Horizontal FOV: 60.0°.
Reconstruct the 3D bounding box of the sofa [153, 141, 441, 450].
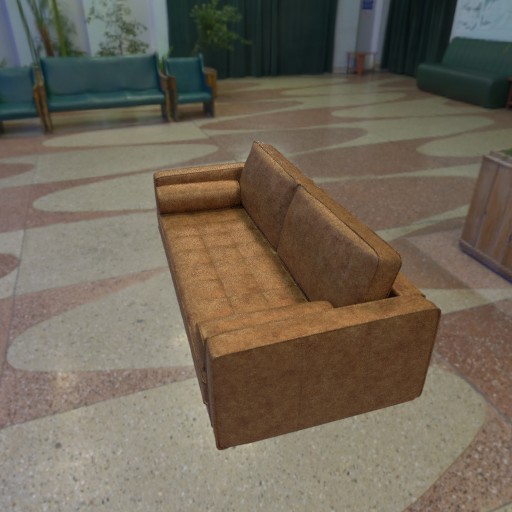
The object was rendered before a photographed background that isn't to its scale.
[{"bbox_3d":[0.000,0.000,2.440,0.924,0.825,1.920,-9,31,-15],"label":"sofa"}]
